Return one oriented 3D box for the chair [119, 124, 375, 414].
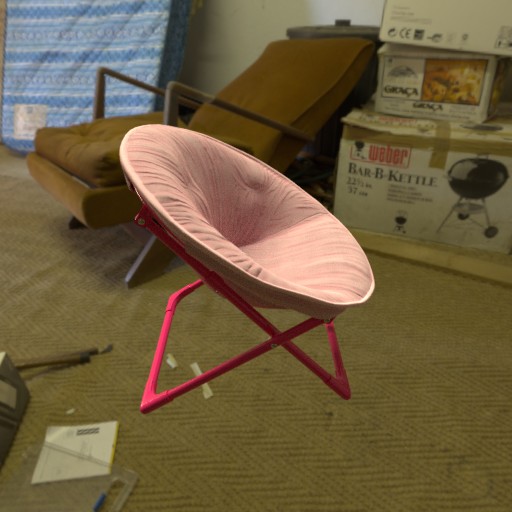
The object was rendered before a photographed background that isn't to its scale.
[{"bbox_3d":[0.000,0.000,0.894,0.459,0.494,0.522,0,31,0],"label":"chair"}]
